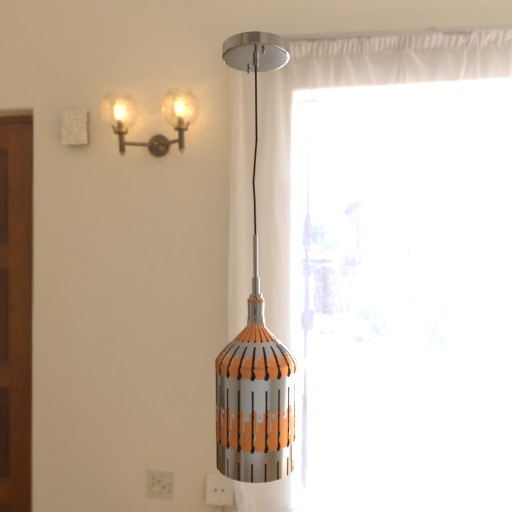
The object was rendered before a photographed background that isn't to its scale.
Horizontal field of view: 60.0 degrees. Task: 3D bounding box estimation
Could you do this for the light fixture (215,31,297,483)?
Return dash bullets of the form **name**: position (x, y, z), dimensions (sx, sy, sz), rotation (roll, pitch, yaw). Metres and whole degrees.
- **light fixture**: position (0.000, 0.000, 1.643), dimensions (0.303, 1.535, 0.303), rotation (0, 0, 0)
